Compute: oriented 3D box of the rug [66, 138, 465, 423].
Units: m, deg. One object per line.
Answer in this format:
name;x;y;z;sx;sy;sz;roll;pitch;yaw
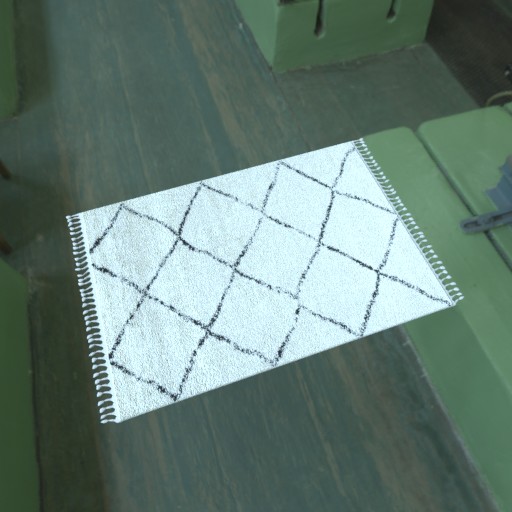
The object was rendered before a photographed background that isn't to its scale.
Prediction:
rug;0.000;0.000;2.945;2.307;0.031;1.494;-17;61;-10
